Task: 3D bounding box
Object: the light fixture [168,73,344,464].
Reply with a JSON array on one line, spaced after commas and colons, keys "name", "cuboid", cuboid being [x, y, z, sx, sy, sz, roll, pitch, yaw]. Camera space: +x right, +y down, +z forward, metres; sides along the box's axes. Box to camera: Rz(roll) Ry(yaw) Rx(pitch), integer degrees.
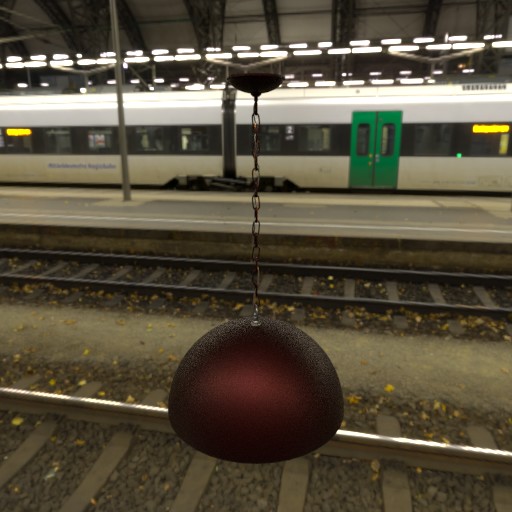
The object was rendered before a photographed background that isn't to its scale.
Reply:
[{"name": "light fixture", "cuboid": [0.000, 0.000, 1.153, 0.492, 0.869, 0.492, -2, 14, -9]}]
